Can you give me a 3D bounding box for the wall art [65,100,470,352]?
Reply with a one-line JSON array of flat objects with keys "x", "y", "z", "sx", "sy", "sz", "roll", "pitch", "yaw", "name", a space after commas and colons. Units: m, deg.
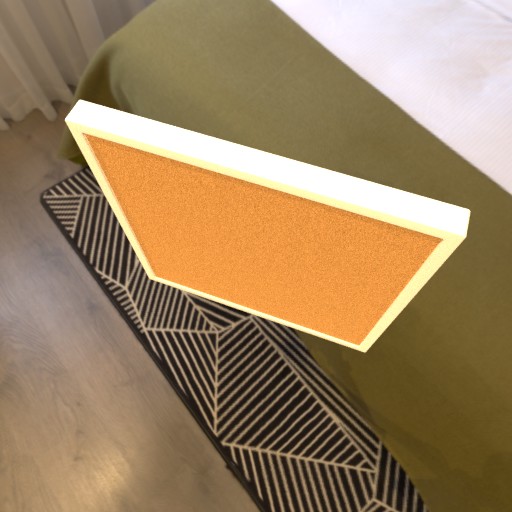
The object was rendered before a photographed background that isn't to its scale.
[{"x": 0.000, "y": 0.000, "z": 0.762, "sx": 0.508, "sy": 0.508, "sz": 0.038, "roll": 18, "pitch": 65, "yaw": 9, "name": "wall art"}]
